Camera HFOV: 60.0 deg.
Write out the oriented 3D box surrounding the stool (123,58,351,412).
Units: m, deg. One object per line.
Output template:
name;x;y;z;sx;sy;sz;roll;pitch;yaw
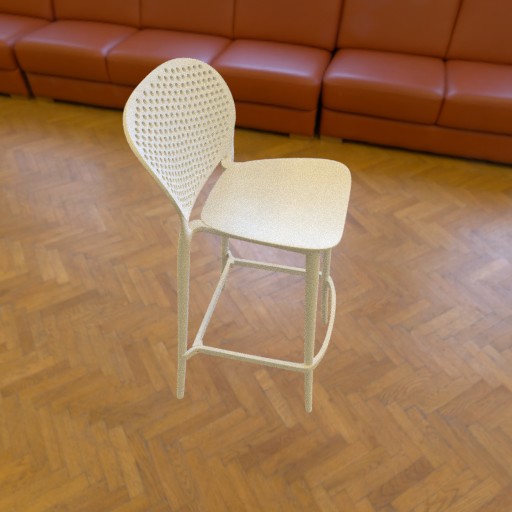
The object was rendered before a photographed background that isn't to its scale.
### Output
stool;0.000;0.000;1.348;0.535;1.045;0.536;10;47;10
